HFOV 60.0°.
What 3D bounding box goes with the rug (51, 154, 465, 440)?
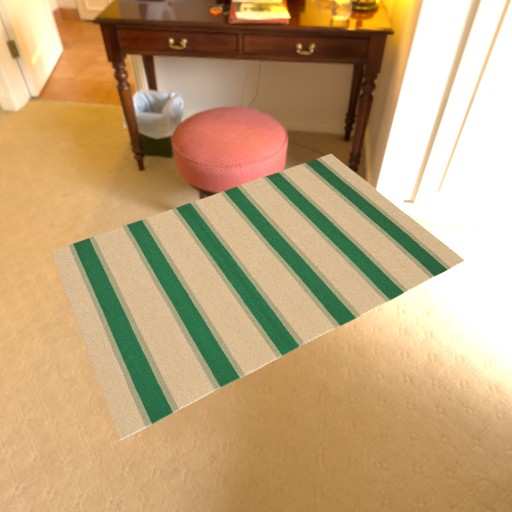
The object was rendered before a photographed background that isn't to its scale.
[{"bbox_3d":[0.000,0.000,3.060,2.436,0.015,1.521,-23,50,-21],"label":"rug"}]
